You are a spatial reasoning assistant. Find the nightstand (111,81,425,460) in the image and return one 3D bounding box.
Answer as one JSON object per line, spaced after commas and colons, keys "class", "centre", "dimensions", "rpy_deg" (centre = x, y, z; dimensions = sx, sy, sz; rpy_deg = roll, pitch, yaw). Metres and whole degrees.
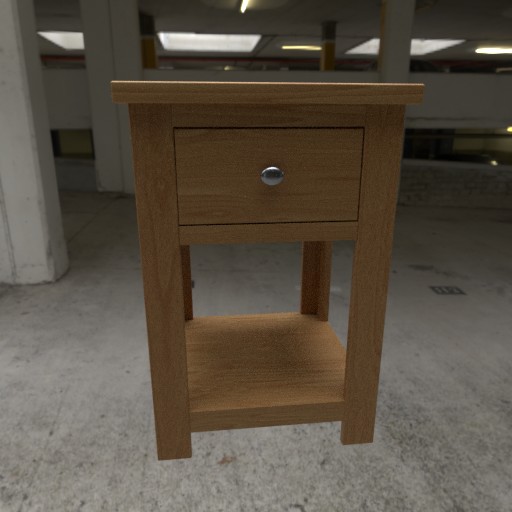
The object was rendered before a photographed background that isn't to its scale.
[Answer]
{"class": "nightstand", "centre": [0.000, 0.000, 0.882], "dimensions": [0.428, 0.614, 0.418], "rpy_deg": [-2, 17, -6]}
